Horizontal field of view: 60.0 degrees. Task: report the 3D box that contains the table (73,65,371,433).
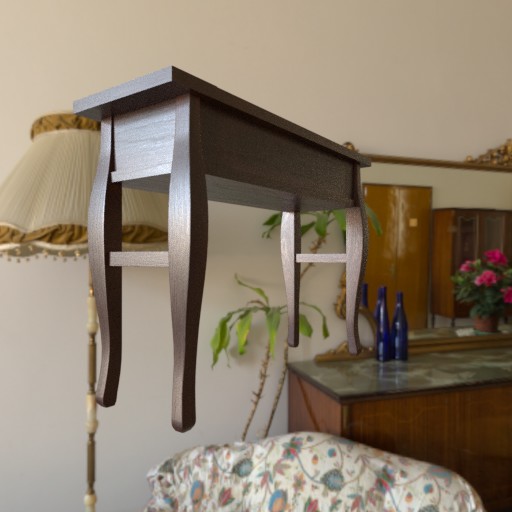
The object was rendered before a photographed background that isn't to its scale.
[{"bbox_3d":[0.000,0.000,1.428,0.373,0.768,1.062,0,0,36],"label":"table"}]
